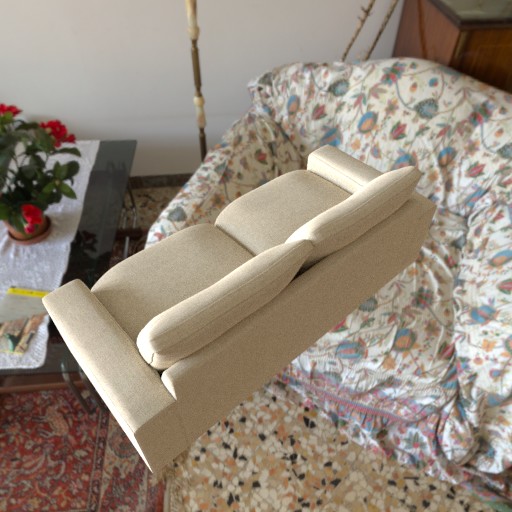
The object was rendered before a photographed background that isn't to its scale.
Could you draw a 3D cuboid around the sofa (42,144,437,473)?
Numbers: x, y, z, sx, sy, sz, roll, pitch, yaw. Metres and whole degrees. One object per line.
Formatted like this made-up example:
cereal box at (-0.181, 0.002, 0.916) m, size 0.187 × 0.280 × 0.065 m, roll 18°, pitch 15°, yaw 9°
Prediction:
sofa at (0.000, 0.000, 2.751) m, size 2.299 × 0.922 × 1.040 m, roll -32°, pitch 55°, yaw -27°
